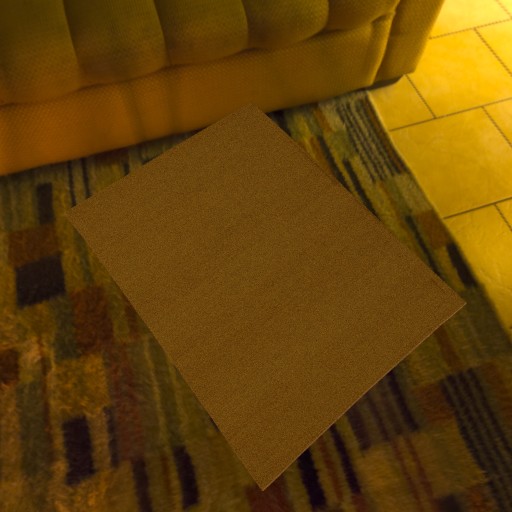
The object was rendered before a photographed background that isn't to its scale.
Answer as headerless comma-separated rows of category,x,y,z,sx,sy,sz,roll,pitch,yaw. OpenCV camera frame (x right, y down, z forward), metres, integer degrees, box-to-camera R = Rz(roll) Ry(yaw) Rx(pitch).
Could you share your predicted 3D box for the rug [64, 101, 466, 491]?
rug,0.000,0.000,4.278,2.434,0.045,3.202,-36,69,-16
